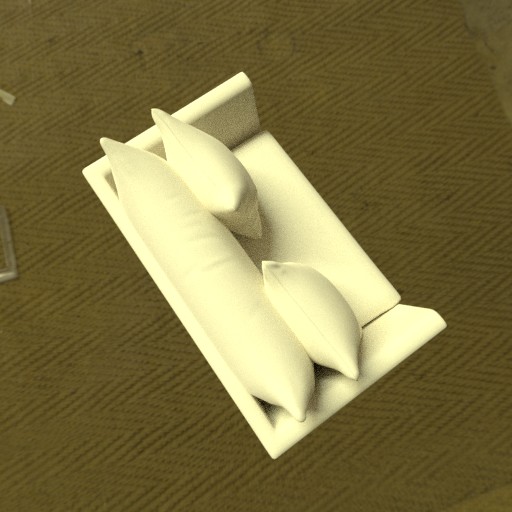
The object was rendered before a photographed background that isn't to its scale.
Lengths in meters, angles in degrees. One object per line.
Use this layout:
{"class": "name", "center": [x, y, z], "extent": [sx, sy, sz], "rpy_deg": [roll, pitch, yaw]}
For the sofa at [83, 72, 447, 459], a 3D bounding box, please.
{"class": "sofa", "center": [0.000, 0.000, 2.268], "extent": [1.026, 1.039, 1.608], "rpy_deg": [-35, 79, -8]}
